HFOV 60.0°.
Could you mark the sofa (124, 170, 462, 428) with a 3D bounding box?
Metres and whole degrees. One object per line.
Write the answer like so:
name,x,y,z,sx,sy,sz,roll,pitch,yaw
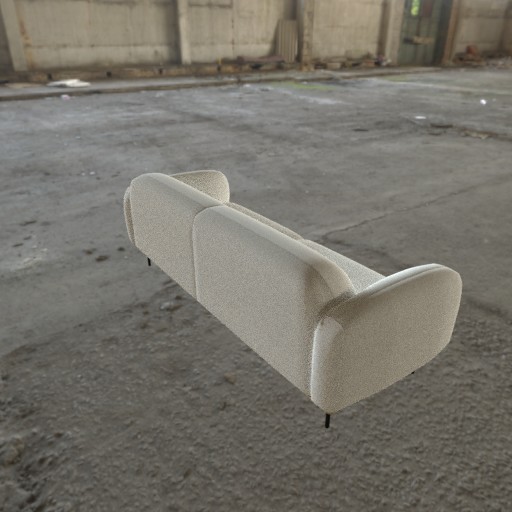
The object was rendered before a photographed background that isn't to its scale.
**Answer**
sofa,0.000,0.000,2.741,0.870,0.780,2.280,-18,31,-32
